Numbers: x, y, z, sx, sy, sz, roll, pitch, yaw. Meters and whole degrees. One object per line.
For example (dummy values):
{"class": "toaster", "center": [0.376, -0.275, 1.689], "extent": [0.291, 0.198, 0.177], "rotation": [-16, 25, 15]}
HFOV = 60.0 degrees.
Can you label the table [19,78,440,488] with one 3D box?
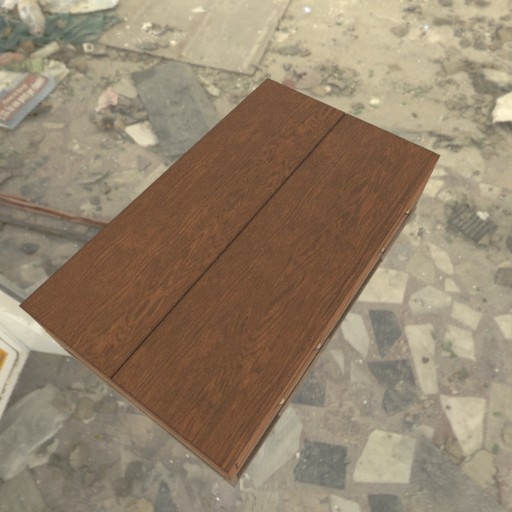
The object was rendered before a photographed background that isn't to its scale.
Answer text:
{"class": "table", "center": [0.000, 0.000, 1.471], "extent": [0.719, 0.361, 1.167], "rotation": [31, 63, 18]}
